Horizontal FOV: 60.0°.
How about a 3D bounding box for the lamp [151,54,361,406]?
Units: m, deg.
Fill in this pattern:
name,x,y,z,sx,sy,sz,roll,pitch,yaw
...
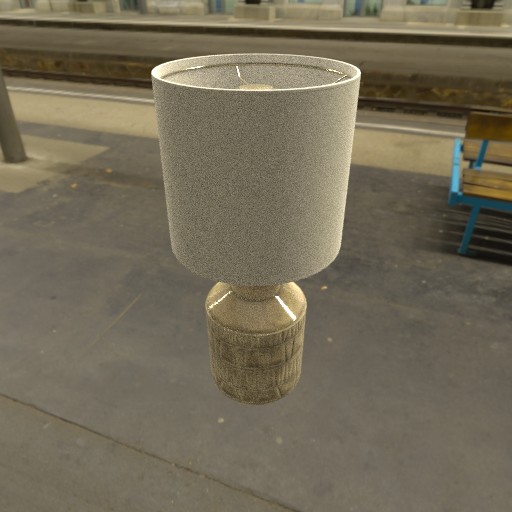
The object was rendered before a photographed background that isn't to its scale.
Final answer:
name,x,y,z,sx,sy,sz,roll,pitch,yaw
lamp,0.000,0.000,0.576,0.211,0.455,0.211,0,32,0
